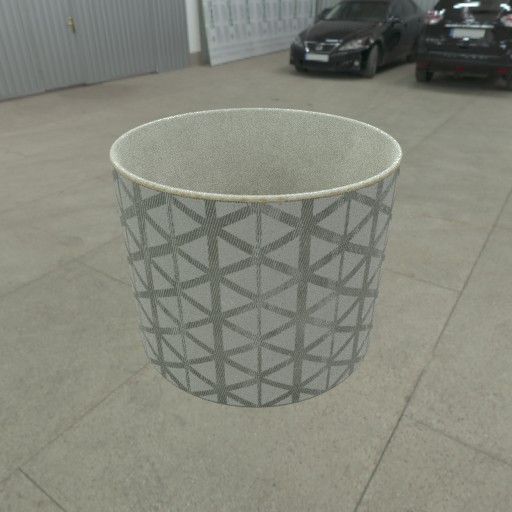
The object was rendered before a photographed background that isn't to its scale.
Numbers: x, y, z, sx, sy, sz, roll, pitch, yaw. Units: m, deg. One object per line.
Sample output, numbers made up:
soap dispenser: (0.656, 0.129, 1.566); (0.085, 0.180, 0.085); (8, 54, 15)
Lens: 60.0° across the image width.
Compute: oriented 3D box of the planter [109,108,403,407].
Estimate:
planter: (0.000, 0.000, 0.453); (0.250, 0.239, 0.250); (0, 31, 0)
